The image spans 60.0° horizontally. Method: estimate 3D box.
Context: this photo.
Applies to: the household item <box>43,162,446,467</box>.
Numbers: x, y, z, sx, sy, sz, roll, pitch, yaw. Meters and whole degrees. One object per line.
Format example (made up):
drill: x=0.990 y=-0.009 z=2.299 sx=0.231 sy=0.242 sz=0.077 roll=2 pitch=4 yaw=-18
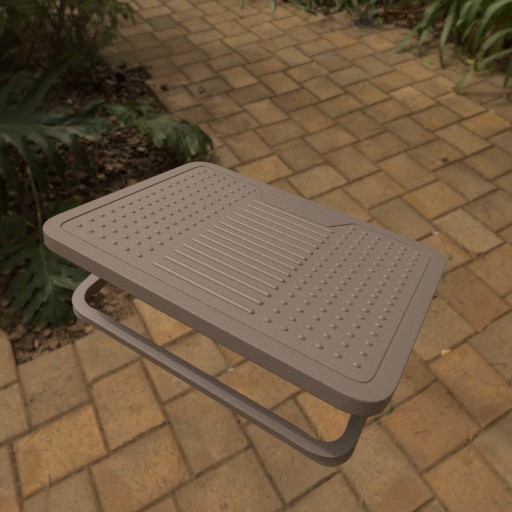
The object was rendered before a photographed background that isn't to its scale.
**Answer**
household item: x=0.000 y=0.000 z=0.520 sx=0.390 sy=0.126 sz=0.301 roll=24 pitch=52 yaw=21
